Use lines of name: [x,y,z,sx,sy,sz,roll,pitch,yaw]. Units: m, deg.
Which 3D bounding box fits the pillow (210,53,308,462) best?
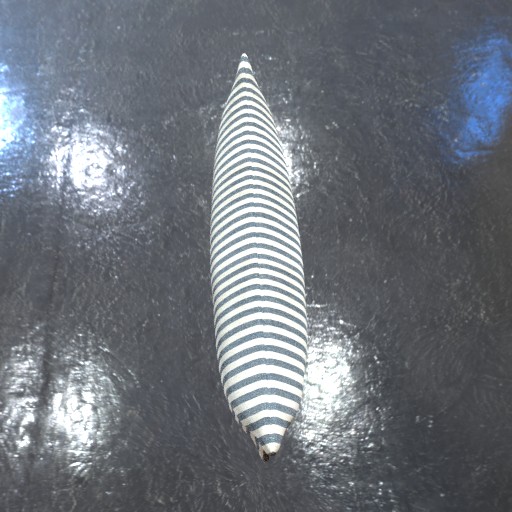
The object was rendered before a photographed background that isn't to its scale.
pillow: [0.000,0.000,0.736,0.151,0.295,0.617,-3,64,-2]
